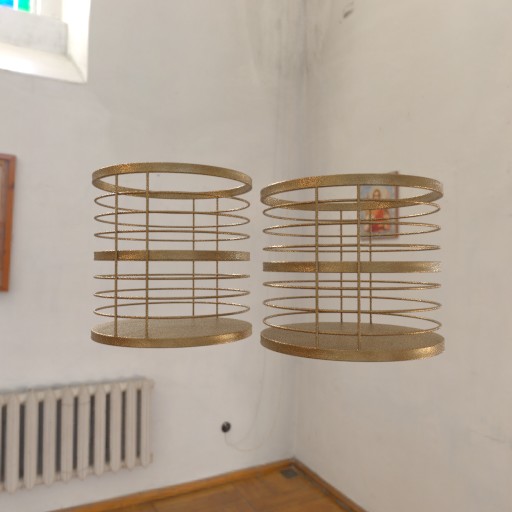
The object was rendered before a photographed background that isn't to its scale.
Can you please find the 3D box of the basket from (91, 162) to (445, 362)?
[{"bbox_3d":[0.000,0.000,0.952,0.746,0.351,0.356,0,-1,18],"label":"basket"}]
